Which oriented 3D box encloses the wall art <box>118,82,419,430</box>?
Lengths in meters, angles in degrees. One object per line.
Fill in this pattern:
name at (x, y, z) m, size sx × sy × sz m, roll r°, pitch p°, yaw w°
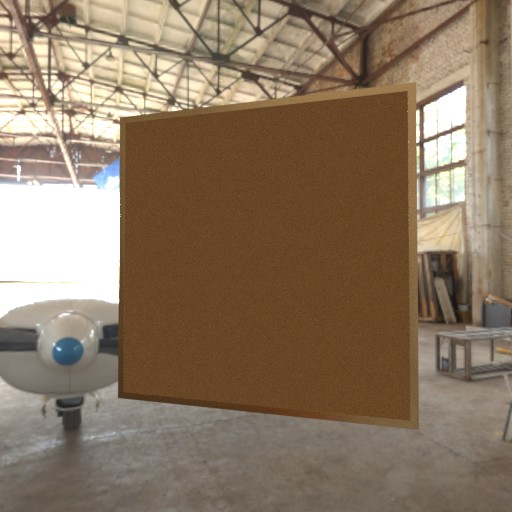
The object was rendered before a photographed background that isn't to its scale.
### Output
wall art at (0.000, 0.000, 0.745) m, size 0.509 × 0.509 × 0.040 m, roll 0°, pitch -1°, yaw 18°
